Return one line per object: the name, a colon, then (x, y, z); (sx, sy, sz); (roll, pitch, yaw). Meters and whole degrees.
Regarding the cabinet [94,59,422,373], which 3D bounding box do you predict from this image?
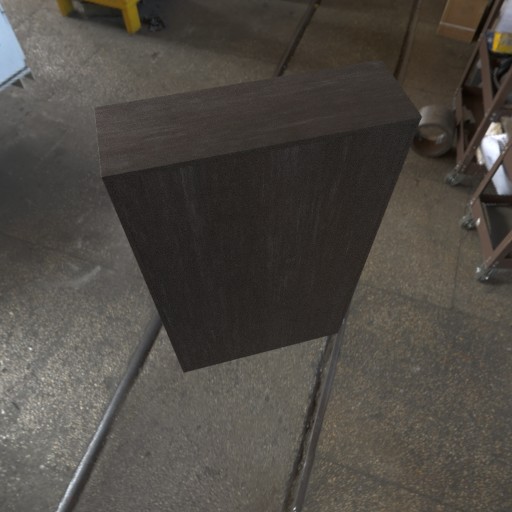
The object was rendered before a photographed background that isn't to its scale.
cabinet: (0.000, 0.000, 1.600); (0.750, 1.280, 0.250); (-13, 58, -8)
